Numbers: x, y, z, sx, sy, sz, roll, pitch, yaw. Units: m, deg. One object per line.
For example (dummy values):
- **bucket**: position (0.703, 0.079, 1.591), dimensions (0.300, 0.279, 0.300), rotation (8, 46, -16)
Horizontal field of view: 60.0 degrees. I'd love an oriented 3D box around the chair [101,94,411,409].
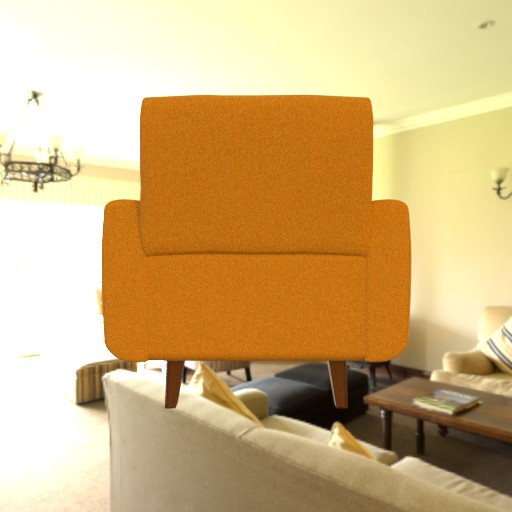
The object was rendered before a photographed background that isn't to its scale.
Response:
- **chair**: position (0.000, 0.000, 1.552), dimensions (0.831, 0.841, 0.909), rotation (0, 0, 0)
